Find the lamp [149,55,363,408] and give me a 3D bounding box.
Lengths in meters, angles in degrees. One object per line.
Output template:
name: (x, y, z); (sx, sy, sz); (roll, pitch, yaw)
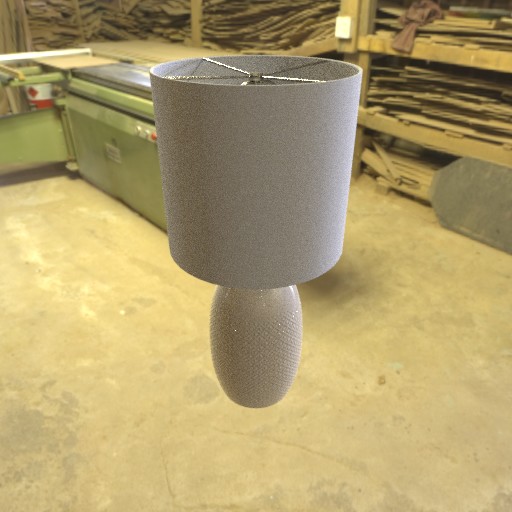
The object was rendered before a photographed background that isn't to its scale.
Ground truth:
lamp: (0.000, 0.000, 0.573); (0.217, 0.453, 0.217); (-21, 36, -31)
